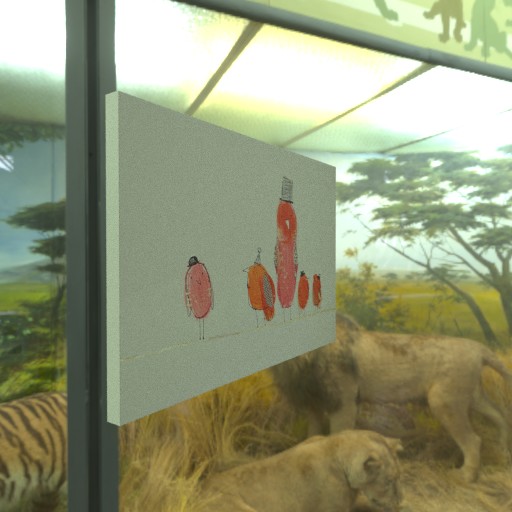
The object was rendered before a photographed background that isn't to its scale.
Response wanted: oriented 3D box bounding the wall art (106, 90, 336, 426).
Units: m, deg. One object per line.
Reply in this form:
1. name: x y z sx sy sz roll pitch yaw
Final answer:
1. wall art: 0.000 0.000 1.188 0.038 0.609 0.914 1 1 35
